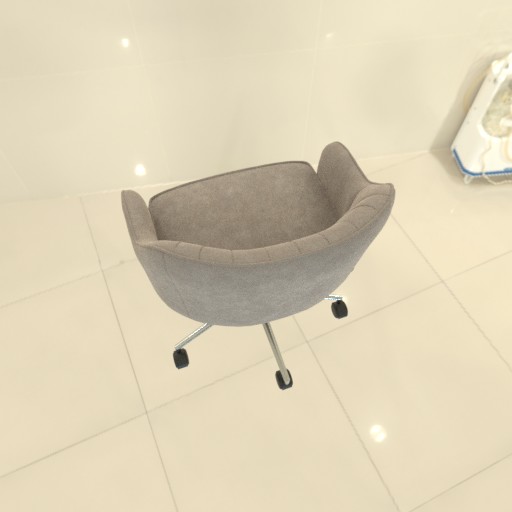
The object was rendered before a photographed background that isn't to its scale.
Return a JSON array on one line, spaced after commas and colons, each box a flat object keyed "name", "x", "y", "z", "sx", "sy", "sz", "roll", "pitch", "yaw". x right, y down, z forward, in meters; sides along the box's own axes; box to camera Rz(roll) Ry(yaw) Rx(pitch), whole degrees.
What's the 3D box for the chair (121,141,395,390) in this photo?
[{"name": "chair", "x": 0.000, "y": 0.000, "z": 1.266, "sx": 0.635, "sy": 0.831, "sz": 0.573, "roll": -15, "pitch": 59, "yaw": -9}]
